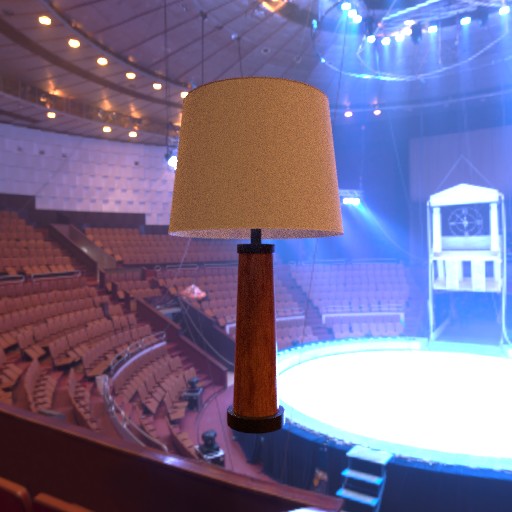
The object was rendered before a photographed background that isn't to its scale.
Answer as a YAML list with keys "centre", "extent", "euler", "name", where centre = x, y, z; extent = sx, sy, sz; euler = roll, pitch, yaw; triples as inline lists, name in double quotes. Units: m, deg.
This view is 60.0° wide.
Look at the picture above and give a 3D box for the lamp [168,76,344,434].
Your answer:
- centre: [0.000, 0.000, 0.891]
  extent: [0.349, 0.667, 0.349]
  euler: [0, -1, 0]
  name: "lamp"
